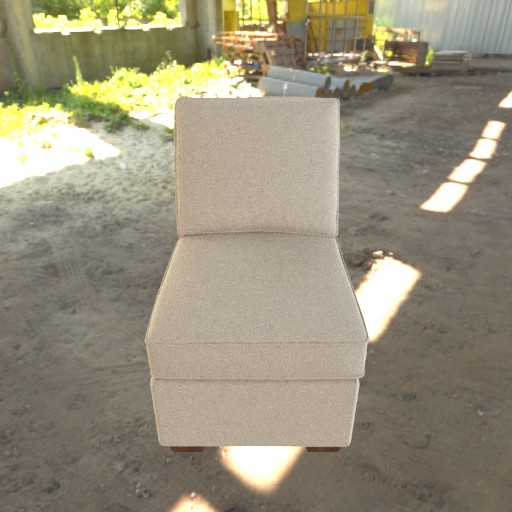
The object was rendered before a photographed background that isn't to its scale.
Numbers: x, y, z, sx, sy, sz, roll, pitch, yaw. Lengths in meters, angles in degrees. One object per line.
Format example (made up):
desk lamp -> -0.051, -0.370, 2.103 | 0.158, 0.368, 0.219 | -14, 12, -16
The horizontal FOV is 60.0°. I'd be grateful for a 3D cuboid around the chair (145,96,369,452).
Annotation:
chair -> 0.000, 0.000, 1.552 | 0.621, 0.970, 0.938 | 0, 28, 0
